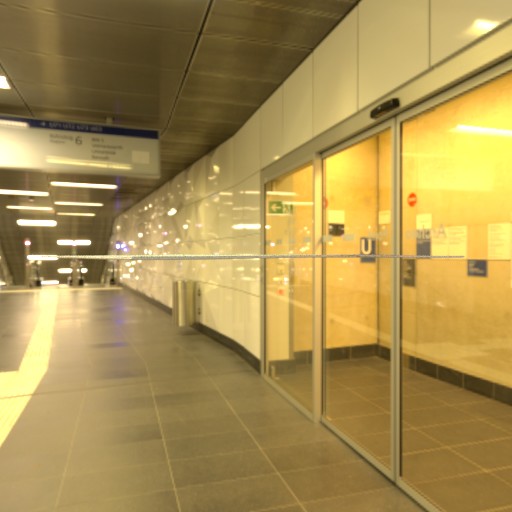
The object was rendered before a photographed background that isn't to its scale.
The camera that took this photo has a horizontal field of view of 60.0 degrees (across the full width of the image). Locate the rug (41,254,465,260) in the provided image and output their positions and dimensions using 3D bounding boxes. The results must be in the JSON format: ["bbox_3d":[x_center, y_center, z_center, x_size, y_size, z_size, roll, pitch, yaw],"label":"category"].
[{"bbox_3d":[0.000,0.000,2.916,2.305,0.029,1.593,0,0,-37],"label":"rug"}]
